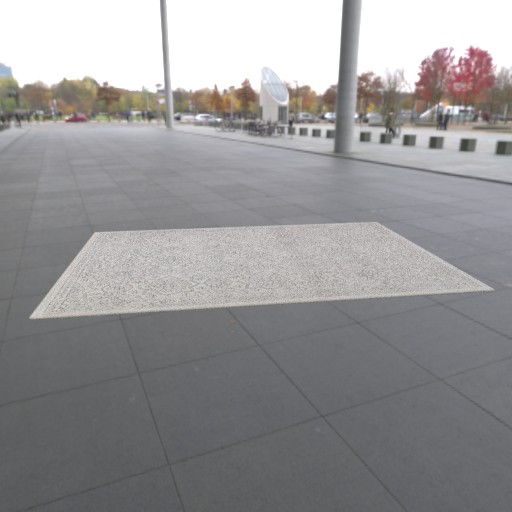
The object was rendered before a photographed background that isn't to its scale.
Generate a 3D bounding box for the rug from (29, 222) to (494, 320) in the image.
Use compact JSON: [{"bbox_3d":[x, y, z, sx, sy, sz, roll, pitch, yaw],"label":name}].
[{"bbox_3d":[0.000,0.000,2.855,2.286,0.011,1.524,-3,18,-8],"label":"rug"}]
